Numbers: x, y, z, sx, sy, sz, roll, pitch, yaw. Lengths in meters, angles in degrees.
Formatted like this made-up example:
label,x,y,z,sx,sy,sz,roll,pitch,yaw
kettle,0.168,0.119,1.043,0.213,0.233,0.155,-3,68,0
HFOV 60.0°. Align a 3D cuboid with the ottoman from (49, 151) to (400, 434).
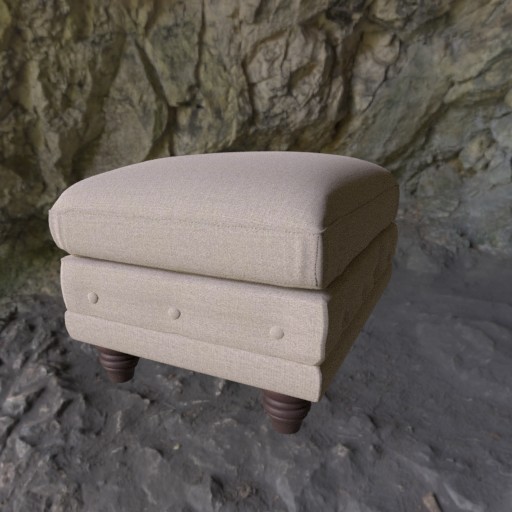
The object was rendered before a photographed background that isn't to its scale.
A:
label,x,y,z,sx,sy,sz,roll,pitch,yaw
ottoman,0.000,0.000,1.016,0.541,0.463,0.684,7,17,25
